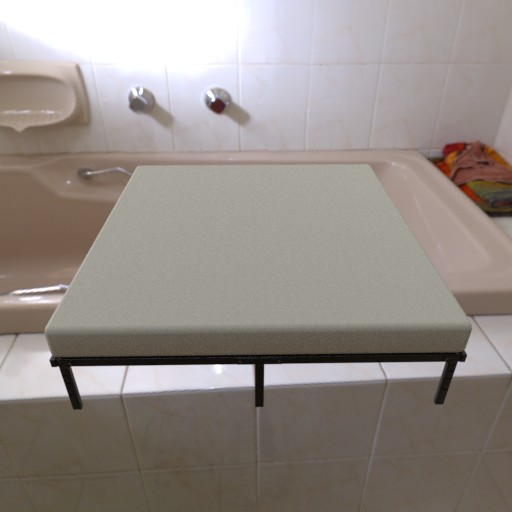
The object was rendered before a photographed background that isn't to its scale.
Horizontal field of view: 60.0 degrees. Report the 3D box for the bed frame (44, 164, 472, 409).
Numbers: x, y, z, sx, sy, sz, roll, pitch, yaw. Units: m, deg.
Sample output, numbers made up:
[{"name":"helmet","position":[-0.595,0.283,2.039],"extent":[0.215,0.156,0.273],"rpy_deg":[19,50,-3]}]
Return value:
[{"name":"bed frame","position":[0.000,0.000,3.826],"extent":[2.526,0.680,2.635],"rpy_deg":[-1,32,-1]}]
